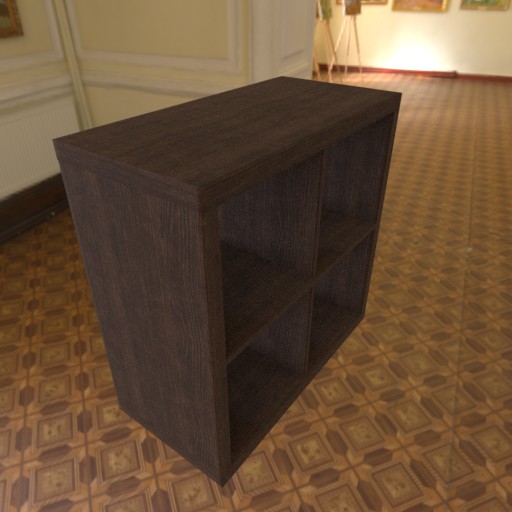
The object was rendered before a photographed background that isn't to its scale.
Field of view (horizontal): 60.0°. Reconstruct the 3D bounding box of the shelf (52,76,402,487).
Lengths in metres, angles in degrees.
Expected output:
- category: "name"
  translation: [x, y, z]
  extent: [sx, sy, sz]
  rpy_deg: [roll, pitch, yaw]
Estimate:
- category: "shelf"
  translation: [0.000, 0.000, 1.233]
  extent: [0.390, 0.786, 0.790]
  rpy_deg: [22, 38, 30]
